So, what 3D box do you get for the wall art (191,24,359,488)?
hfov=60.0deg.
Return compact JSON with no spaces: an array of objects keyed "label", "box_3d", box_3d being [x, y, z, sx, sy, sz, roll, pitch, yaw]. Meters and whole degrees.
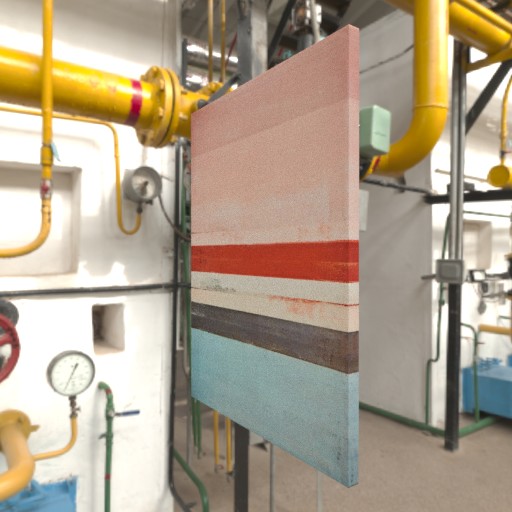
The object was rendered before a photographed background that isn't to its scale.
[{"label":"wall art","box_3d":[0.000,0.000,1.293,0.039,1.016,0.761,0,0,-35]}]
